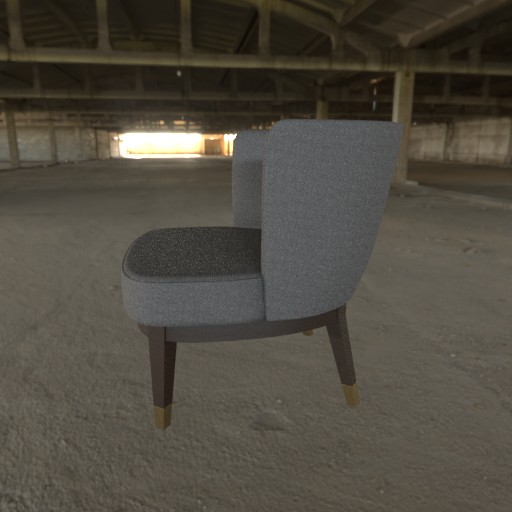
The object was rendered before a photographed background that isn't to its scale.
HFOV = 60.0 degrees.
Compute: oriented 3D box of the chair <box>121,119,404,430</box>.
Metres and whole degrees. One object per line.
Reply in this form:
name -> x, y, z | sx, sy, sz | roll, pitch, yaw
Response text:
chair -> 0.000, 0.000, 1.231 | 0.698, 0.695, 0.639 | -2, 14, -9
